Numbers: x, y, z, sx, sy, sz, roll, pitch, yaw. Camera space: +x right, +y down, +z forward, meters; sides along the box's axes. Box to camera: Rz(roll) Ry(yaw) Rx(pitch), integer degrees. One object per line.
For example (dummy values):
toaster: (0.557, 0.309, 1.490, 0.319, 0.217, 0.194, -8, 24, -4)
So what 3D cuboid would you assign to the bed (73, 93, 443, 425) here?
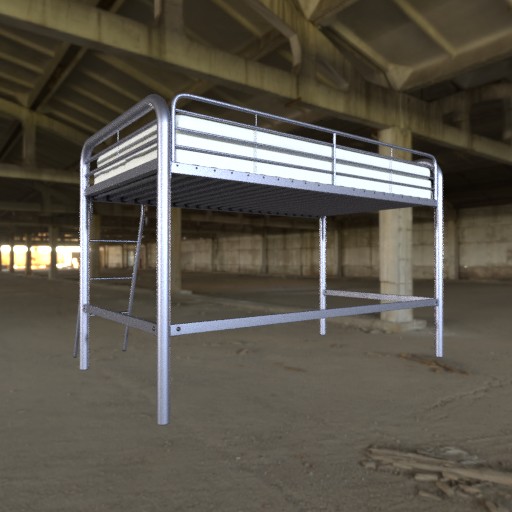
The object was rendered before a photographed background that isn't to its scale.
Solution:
bed: (0.000, 0.000, 2.817, 1.965, 1.288, 1.415, 0, 0, -37)
